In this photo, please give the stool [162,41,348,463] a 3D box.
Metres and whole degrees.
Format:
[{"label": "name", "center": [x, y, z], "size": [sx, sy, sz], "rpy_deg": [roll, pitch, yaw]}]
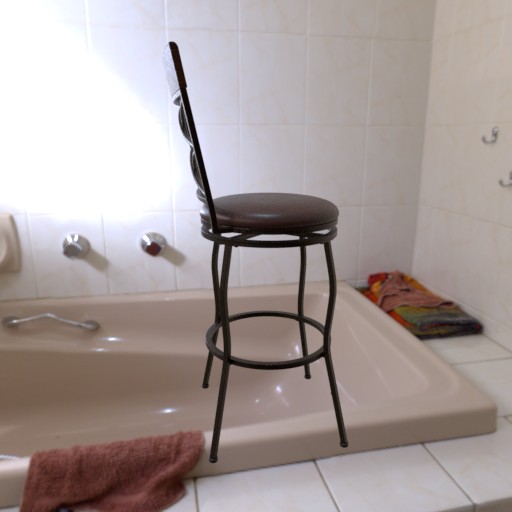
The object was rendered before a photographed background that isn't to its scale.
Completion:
[{"label": "stool", "center": [0.000, 0.000, 1.384], "size": [0.513, 1.130, 0.448], "rpy_deg": [-3, 15, -9]}]
